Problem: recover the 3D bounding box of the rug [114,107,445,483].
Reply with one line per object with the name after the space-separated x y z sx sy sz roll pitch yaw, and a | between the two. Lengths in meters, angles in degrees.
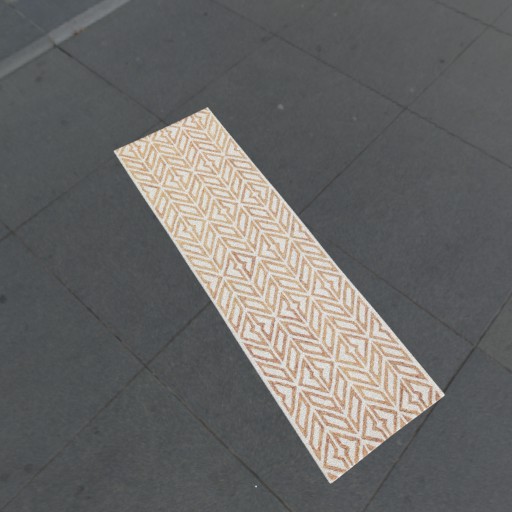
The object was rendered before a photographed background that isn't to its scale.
0.000 0.000 2.675 0.750 0.009 2.435 -30 66 -15 | rug
